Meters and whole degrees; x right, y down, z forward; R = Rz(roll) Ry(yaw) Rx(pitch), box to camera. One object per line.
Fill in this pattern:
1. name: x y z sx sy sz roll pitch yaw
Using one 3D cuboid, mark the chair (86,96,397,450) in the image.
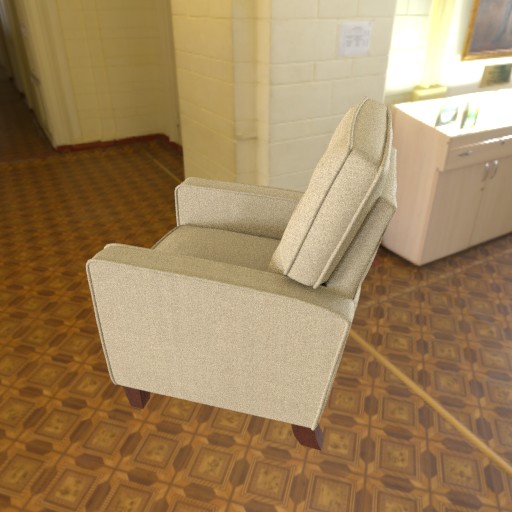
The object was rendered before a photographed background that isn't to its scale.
1. chair: 0.000 0.000 1.368 0.754 0.888 0.648 8 31 13
